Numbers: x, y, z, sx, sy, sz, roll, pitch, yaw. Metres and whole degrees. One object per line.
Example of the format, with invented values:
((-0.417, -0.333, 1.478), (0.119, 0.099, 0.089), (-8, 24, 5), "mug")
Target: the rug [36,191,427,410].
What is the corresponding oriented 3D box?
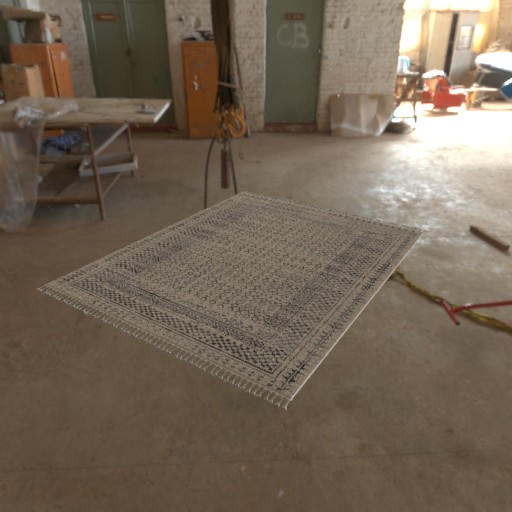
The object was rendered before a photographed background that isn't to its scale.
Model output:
((0.000, 0.000, 4.060), (2.312, 0.013, 2.940), (17, 31, 29), "rug")
